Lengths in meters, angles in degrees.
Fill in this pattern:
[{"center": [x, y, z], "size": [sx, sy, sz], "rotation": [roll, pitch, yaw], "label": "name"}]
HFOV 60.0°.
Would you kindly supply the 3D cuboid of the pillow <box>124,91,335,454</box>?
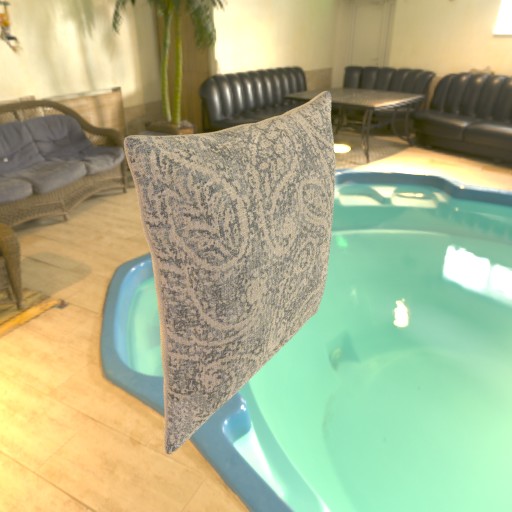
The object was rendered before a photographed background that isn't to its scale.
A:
[{"center": [0.000, 0.000, 0.796], "size": [0.166, 0.510, 0.523], "rotation": [17, 32, 30], "label": "pillow"}]
